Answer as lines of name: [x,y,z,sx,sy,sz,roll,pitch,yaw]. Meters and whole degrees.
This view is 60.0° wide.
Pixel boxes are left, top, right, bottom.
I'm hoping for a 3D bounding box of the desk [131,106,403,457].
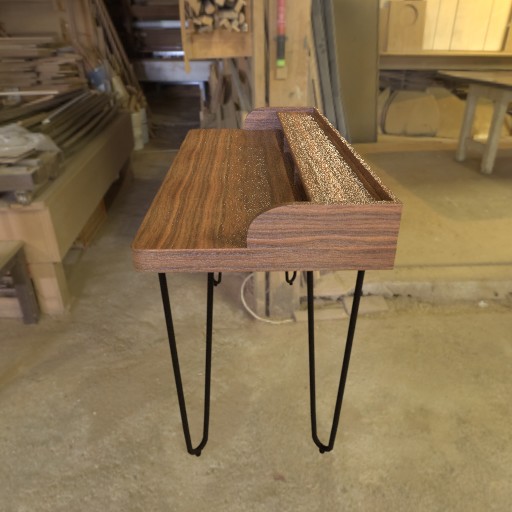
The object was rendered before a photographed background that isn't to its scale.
desk: [0.000,0.000,1.614,0.565,0.854,1.200,-1,28,-1]
